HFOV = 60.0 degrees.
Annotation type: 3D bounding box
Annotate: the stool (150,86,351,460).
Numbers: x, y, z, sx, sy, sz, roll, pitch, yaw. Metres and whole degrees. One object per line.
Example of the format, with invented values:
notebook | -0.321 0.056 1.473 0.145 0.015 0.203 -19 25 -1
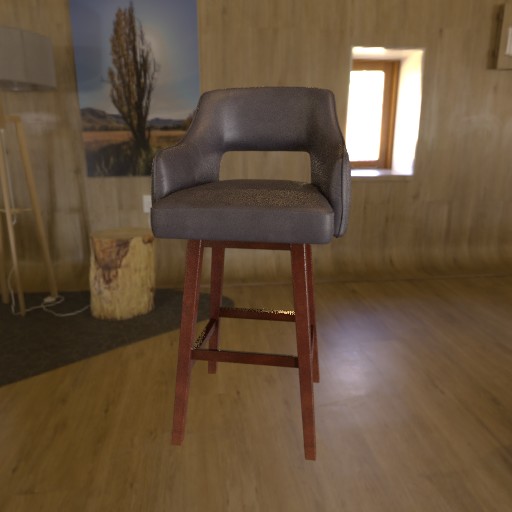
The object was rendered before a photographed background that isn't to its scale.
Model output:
stool | 0.000 0.000 1.382 0.550 1.041 0.560 2 16 9
